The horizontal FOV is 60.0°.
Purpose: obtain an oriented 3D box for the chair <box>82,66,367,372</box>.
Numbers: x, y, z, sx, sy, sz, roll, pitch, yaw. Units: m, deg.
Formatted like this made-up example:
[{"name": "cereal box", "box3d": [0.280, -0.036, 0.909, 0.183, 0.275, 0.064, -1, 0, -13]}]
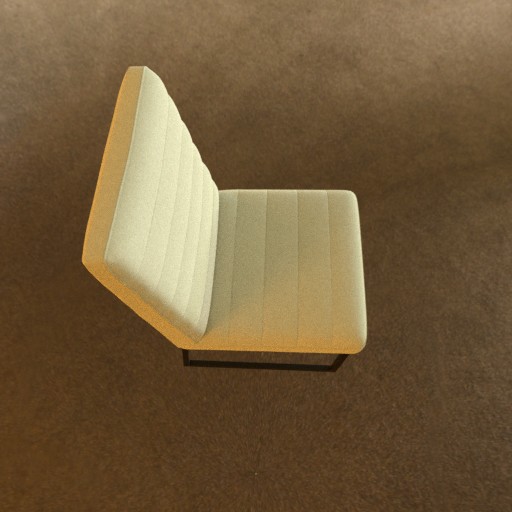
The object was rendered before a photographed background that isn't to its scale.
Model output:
[{"name": "chair", "box3d": [0.000, 0.000, 1.302, 0.634, 0.930, 0.520, 2, 64, 1]}]
